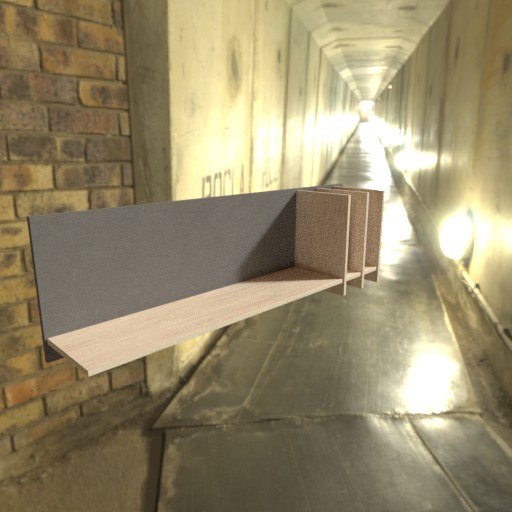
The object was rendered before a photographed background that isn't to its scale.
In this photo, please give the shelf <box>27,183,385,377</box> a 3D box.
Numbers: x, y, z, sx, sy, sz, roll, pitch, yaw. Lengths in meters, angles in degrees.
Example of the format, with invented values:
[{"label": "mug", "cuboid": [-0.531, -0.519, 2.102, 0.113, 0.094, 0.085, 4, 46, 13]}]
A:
[{"label": "shelf", "cuboid": [0.000, 0.000, 1.151, 1.020, 0.300, 0.200, -14, 20, -43]}]
